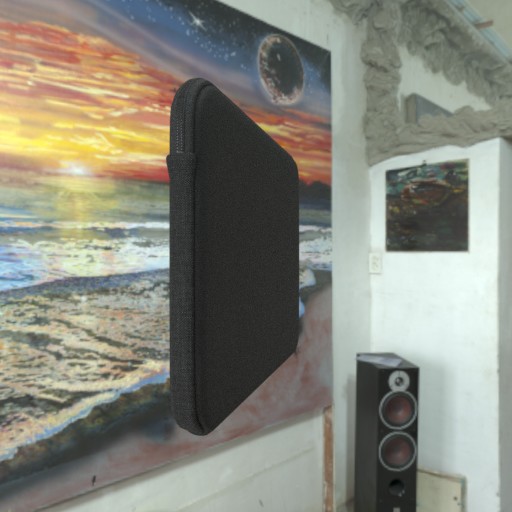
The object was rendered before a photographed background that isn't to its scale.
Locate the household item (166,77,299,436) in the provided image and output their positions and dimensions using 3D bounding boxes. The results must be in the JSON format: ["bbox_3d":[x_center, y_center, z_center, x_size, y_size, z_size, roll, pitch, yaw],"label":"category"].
[{"bbox_3d":[0.000,0.000,0.529,0.030,0.305,0.396,0,0,18],"label":"household item"}]
